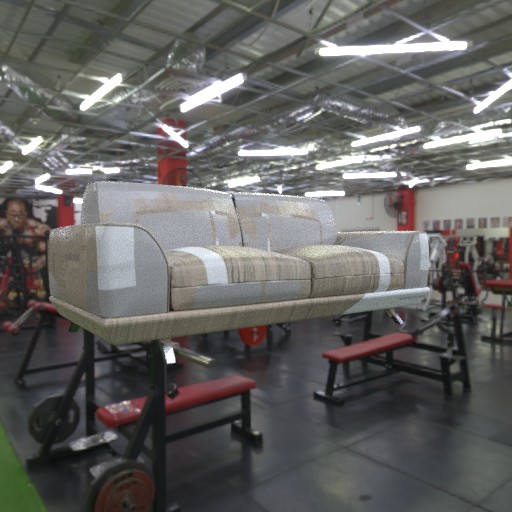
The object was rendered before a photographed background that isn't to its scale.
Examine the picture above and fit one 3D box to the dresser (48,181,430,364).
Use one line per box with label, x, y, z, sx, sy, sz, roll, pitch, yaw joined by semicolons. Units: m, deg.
dresser;0.000;0.000;5.859;4.679;1.863;2.251;-1;2;-36
